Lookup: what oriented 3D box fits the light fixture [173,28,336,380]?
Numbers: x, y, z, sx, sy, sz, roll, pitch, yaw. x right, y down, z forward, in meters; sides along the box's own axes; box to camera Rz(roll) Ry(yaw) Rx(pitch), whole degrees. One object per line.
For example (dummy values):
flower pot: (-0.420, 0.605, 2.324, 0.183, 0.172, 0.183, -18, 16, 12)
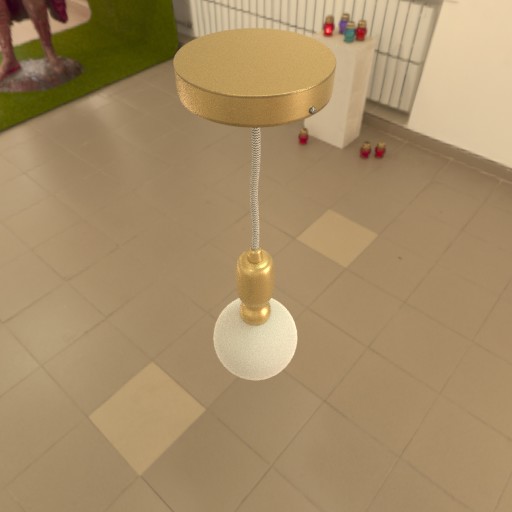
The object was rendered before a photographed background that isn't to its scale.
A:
light fixture: (0.000, 0.000, 0.577, 0.147, 0.510, 0.146, 32, 54, 27)
